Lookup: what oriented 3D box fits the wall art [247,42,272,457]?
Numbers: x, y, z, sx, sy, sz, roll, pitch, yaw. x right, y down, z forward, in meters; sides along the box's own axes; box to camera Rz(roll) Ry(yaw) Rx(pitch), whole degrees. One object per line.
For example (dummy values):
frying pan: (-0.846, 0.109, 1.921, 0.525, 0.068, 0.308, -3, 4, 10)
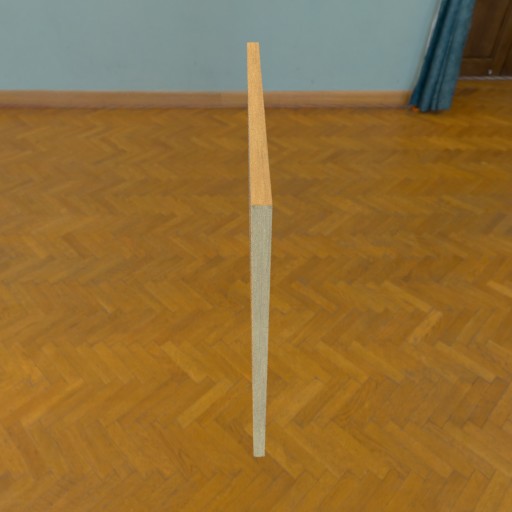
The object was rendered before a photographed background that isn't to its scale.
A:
wall art: (0.000, 0.000, 0.775, 0.020, 0.561, 0.460, -1, 43, -1)
